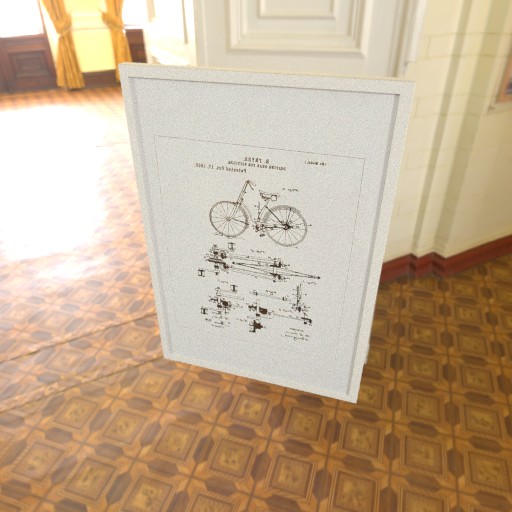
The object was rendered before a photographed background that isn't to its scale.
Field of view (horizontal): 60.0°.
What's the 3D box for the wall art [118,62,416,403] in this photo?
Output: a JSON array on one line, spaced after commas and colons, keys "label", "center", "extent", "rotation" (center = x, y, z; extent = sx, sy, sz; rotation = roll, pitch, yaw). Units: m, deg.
[{"label": "wall art", "center": [0.000, 0.000, 0.610], "extent": [0.332, 0.477, 0.015], "rotation": [9, 34, 14]}]
